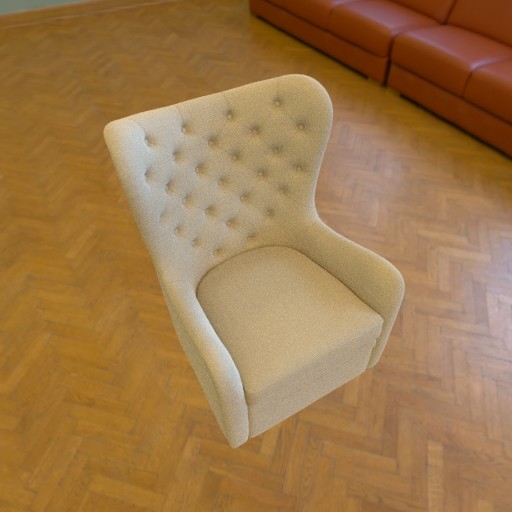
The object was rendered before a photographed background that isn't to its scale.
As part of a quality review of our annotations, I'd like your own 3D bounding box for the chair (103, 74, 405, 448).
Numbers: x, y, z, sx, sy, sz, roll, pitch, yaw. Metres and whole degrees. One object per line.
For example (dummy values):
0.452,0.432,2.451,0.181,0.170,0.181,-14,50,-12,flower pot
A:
0.000,0.000,1.765,0.831,1.079,0.929,-23,50,-21,chair
